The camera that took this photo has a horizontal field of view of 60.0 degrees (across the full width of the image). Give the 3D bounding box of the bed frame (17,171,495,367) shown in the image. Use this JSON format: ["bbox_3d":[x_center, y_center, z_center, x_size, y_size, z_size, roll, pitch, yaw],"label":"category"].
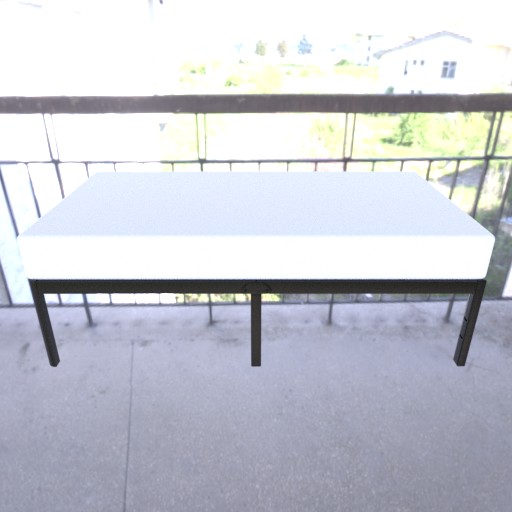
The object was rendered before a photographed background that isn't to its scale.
[{"bbox_3d":[0.000,0.000,2.371,1.950,0.659,1.023,0,26,0],"label":"bed frame"}]
